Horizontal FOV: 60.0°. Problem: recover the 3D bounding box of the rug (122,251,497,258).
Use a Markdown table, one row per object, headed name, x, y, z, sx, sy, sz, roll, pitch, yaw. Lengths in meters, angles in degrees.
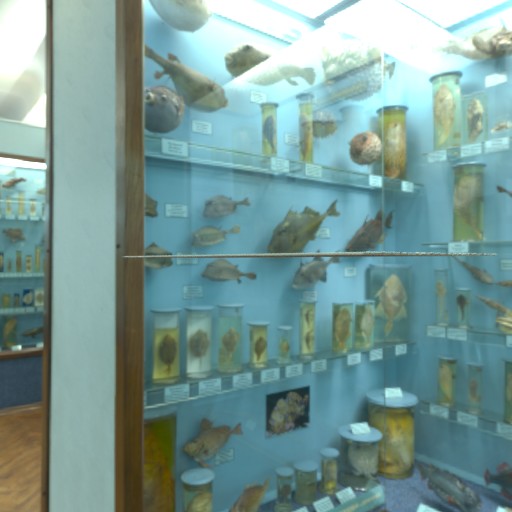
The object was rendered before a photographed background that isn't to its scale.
| name | x | y | z | sx | sy | sz | roll | pitch | yaw |
| --- | --- | --- | --- | --- | --- | --- | --- | --- | --- |
| rug | 0.000 | 0.000 | 2.646 | 0.774 | 0.011 | 2.449 | 0 | -1 | -36 |
